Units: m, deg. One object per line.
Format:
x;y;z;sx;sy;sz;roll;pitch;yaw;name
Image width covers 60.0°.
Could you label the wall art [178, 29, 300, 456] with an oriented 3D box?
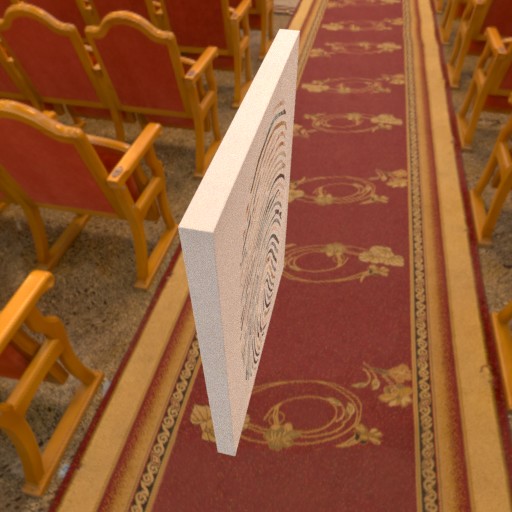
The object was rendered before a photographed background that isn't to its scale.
0.000;0.000;0.812;0.037;0.606;0.508;10;48;9;wall art
